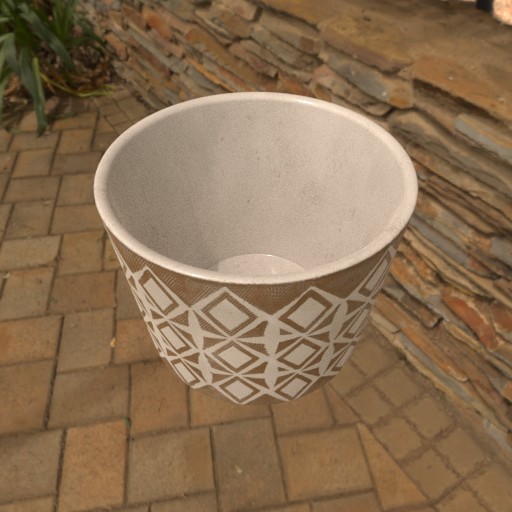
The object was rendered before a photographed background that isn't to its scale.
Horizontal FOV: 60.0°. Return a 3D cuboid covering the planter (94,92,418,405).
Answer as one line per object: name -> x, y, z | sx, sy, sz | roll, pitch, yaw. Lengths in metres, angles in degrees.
planter -> 0.000, 0.000, 0.444 | 0.260, 0.220, 0.260 | 0, 46, 0
